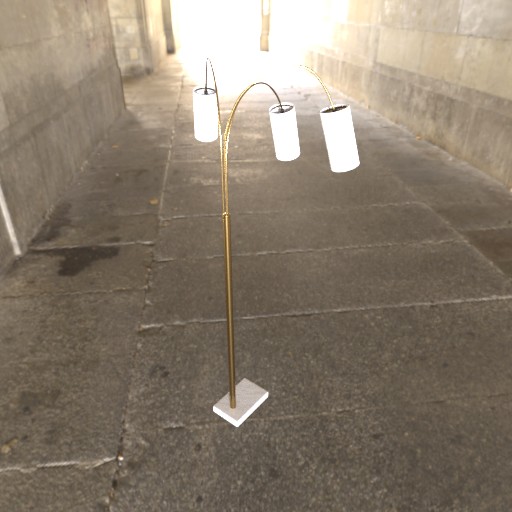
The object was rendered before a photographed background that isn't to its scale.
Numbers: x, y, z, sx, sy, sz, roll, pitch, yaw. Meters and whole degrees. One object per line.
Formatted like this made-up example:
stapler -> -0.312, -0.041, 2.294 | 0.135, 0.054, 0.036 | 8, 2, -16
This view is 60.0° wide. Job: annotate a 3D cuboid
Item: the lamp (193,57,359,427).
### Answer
lamp -> 0.000, 0.000, 2.525 | 1.020, 2.055, 0.667 | 21, 36, 33
